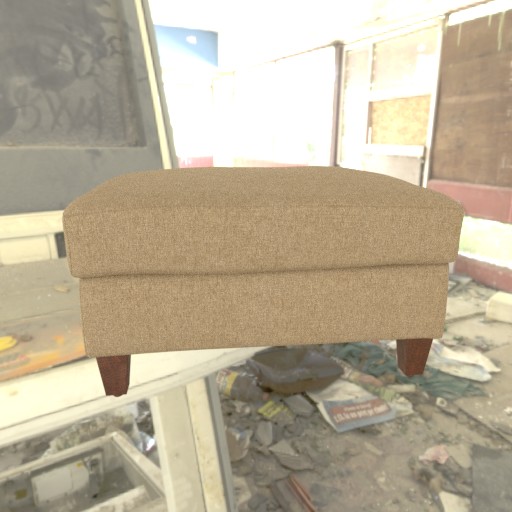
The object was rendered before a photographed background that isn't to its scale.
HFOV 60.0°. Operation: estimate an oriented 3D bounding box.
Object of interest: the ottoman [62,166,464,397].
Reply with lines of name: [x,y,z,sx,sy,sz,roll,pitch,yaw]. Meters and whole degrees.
ottoman: [0.000,0.000,1.305,0.889,0.511,0.692,-2,15,-7]
